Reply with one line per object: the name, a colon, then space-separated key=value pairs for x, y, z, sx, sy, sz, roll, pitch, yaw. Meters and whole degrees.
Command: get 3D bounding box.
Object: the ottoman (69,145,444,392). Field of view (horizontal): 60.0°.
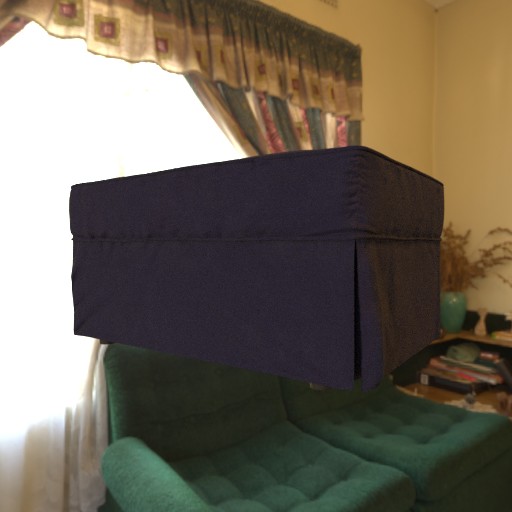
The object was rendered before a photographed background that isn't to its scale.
ottoman: x=0.000 y=0.000 z=1.269 sx=0.938 sy=0.503 sz=0.637 roll=1 pitch=2 yaw=36
